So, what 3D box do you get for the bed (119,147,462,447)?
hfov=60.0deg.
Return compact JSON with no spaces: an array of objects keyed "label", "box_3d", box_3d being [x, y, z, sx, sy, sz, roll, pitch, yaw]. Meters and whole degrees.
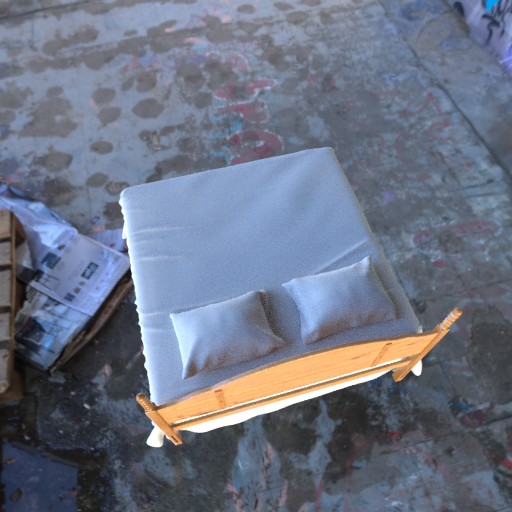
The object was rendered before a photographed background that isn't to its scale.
[{"label":"bed","box_3d":[0.000,0.000,3.565,2.322,1.355,2.219,-13,59,-8]}]
